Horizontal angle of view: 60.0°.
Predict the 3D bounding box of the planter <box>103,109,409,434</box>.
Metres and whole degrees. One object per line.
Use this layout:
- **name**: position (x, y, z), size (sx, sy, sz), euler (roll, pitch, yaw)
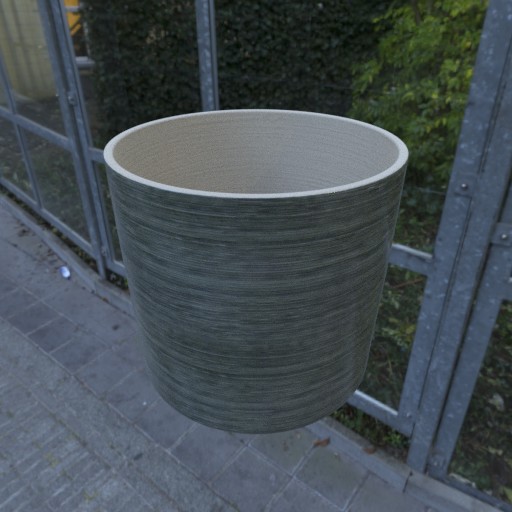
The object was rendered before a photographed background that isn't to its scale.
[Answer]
- **planter**: position (0.000, 0.000, 0.385), size (0.221, 0.201, 0.221), euler (0, 30, 0)
